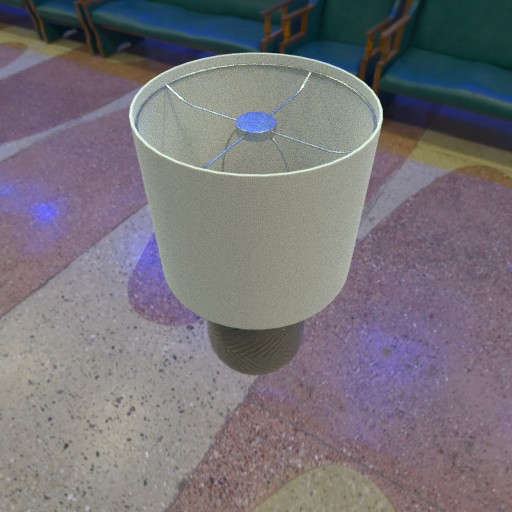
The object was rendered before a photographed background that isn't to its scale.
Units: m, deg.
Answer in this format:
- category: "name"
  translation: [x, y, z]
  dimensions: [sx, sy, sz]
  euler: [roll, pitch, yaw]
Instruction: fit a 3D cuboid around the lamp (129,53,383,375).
- category: "lamp"
  translation: [0.000, 0.000, 0.498]
  dimensions: [0.207, 0.366, 0.207]
  euler: [25, 51, 22]
